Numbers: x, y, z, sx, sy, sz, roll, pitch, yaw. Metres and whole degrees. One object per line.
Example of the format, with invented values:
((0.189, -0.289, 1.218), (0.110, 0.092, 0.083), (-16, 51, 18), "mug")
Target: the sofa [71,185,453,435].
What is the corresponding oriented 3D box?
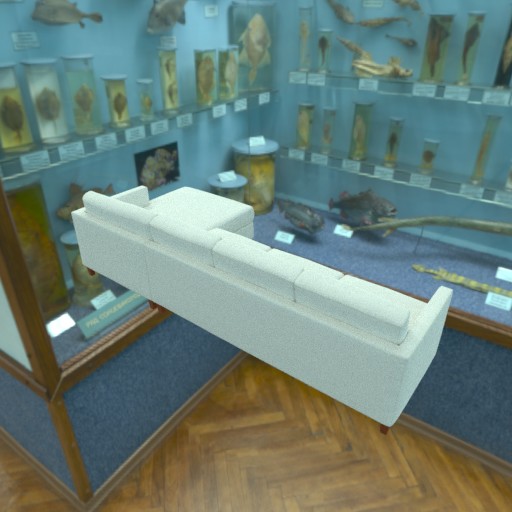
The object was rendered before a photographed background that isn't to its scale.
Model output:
((0.000, 0.000, 4.195), (3.471, 0.954, 1.606), (21, 36, 31), "sofa")
